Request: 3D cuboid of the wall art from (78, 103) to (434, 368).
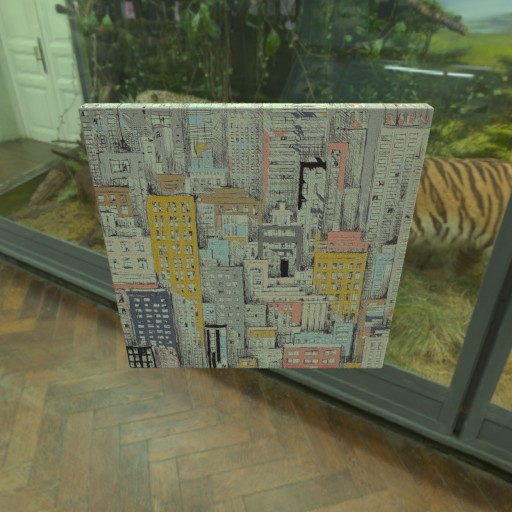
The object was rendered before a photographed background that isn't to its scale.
[{"bbox_3d":[0.000,0.000,1.157,0.761,0.762,0.048,0,31,0],"label":"wall art"}]
